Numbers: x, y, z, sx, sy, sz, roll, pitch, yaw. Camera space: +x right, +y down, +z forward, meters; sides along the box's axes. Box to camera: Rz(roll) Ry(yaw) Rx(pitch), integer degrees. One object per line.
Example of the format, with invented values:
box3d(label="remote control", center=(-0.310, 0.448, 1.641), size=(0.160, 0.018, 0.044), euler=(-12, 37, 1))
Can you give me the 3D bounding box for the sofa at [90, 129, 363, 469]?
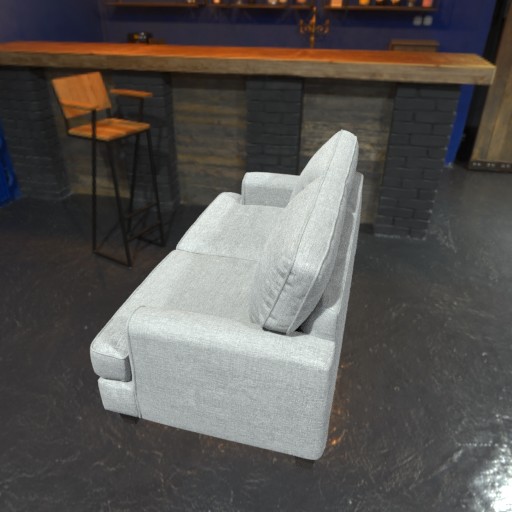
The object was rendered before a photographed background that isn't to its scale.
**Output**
box3d(label="sofa", center=(0.000, 0.000, 2.256), size=(0.965, 0.965, 1.651), euler=(8, 32, 13))
